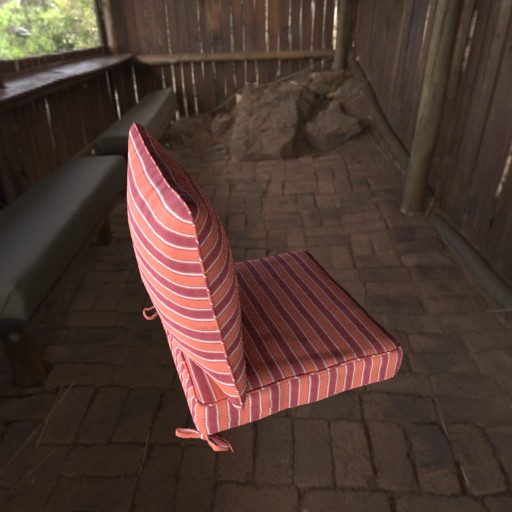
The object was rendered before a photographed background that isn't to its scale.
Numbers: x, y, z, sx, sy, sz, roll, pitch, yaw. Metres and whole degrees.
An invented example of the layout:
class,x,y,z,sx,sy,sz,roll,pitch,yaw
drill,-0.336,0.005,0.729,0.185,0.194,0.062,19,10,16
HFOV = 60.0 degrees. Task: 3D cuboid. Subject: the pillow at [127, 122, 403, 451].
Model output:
class,x,y,z,sx,sy,sz,roll,pitch,yaw
pillow,0.000,0.000,1.400,0.733,0.723,0.799,-11,31,-18
